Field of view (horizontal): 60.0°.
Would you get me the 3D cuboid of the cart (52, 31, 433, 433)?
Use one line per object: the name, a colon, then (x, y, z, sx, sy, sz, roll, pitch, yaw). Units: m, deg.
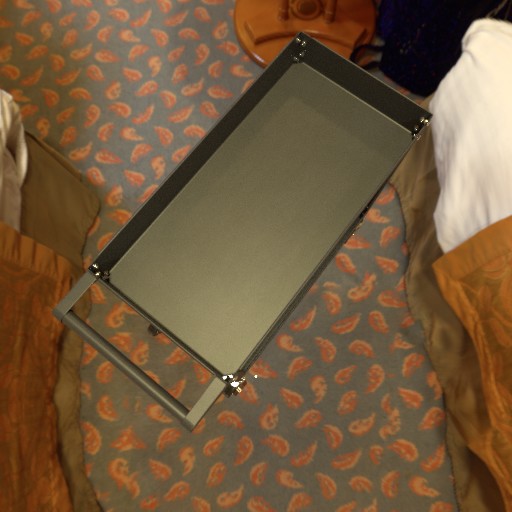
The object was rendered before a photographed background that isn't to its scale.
cart: (0.000, 0.000, 1.190, 0.366, 0.719, 0.779, 37, 78, 9)
